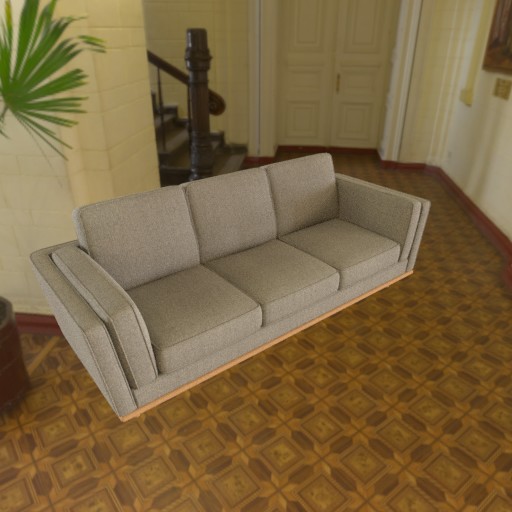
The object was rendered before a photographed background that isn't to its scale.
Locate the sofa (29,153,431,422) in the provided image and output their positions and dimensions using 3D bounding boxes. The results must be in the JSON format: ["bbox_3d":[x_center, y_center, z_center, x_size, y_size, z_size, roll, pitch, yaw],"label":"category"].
[{"bbox_3d":[0.000,0.000,2.742,2.362,0.899,0.903,-20,33,-33],"label":"sofa"}]
